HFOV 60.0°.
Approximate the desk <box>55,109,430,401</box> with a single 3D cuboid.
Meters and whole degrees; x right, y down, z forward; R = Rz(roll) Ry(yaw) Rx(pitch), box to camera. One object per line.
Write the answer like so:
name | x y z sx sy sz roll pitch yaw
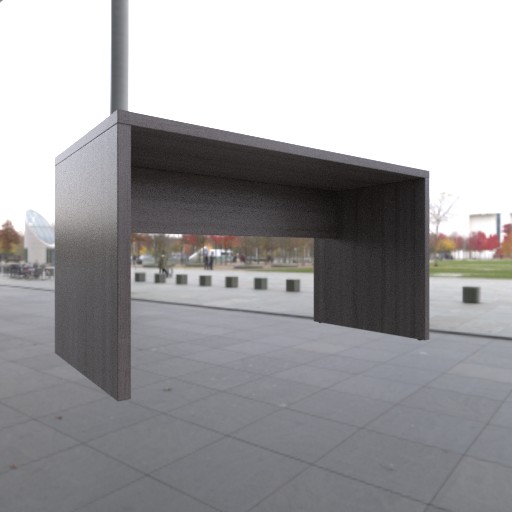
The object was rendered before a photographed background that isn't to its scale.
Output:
desk | 0.000 0.000 1.806 1.380 0.745 0.690 0 0 -37
